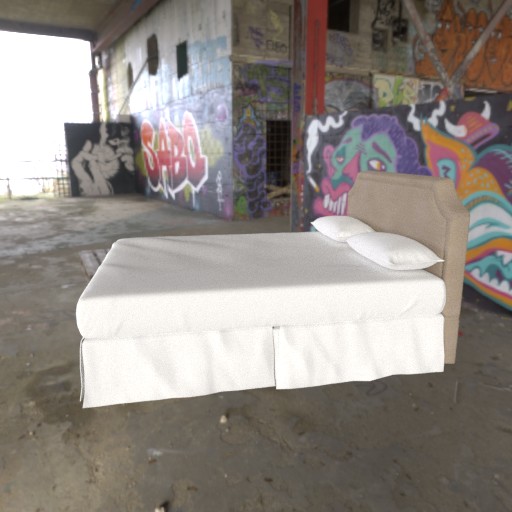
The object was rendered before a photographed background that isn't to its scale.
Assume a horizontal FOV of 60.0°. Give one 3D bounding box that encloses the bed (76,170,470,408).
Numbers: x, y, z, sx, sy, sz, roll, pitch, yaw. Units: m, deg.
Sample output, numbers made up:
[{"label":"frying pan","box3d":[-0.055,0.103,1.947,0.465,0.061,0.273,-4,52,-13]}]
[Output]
[{"label":"bed","box3d":[0.000,0.000,3.579,2.498,1.293,1.977,-2,13,-10]}]
